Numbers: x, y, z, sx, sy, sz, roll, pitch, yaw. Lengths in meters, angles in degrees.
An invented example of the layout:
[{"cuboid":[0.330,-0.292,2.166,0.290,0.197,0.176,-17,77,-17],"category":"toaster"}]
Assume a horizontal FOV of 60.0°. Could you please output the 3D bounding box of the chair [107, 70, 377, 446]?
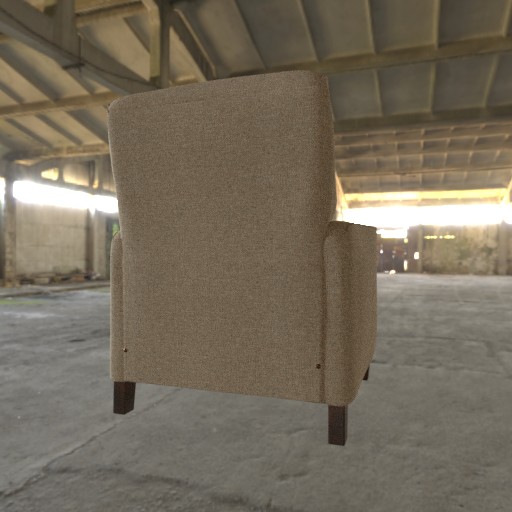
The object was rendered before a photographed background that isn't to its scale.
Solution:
[{"cuboid":[0.000,0.000,1.639,0.841,1.028,0.858,0,0,19],"category":"chair"}]
